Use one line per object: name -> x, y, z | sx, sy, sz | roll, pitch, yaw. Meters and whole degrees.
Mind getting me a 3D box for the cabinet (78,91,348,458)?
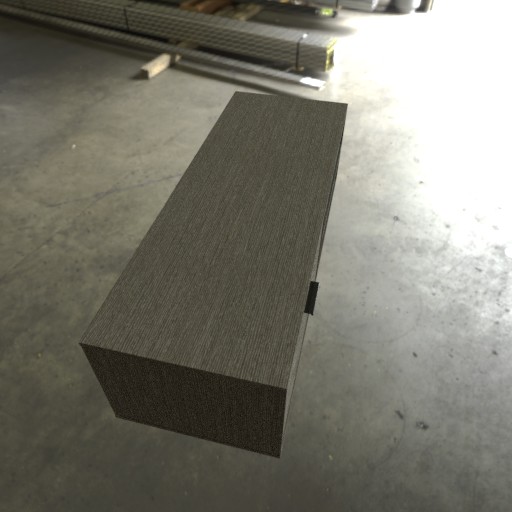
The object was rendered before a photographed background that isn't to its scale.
cabinet -> 0.000, 0.000, 1.608 | 0.500, 0.599, 1.300 | 10, 46, 10
